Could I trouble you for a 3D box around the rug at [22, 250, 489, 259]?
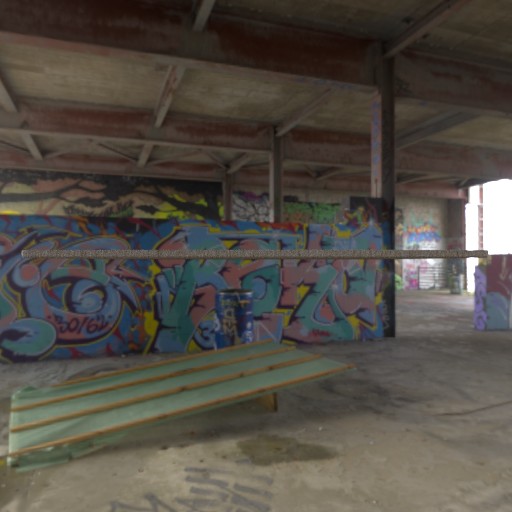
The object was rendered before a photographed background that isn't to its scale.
[{"bbox_3d":[0.000,0.000,2.090,1.600,0.027,1.200,0,-1,1],"label":"rug"}]
